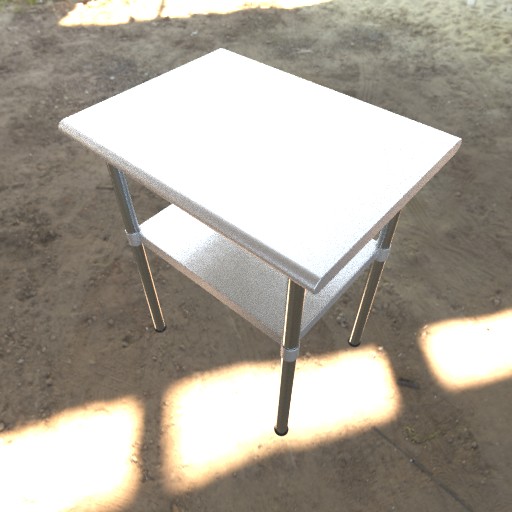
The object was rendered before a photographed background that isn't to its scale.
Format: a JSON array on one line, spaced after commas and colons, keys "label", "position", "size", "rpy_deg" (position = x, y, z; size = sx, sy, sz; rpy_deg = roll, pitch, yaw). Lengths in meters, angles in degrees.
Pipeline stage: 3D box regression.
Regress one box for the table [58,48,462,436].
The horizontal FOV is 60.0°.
[{"label": "table", "position": [0.000, 0.000, 1.361], "size": [0.762, 0.876, 0.584], "rpy_deg": [33, 55, 27]}]
